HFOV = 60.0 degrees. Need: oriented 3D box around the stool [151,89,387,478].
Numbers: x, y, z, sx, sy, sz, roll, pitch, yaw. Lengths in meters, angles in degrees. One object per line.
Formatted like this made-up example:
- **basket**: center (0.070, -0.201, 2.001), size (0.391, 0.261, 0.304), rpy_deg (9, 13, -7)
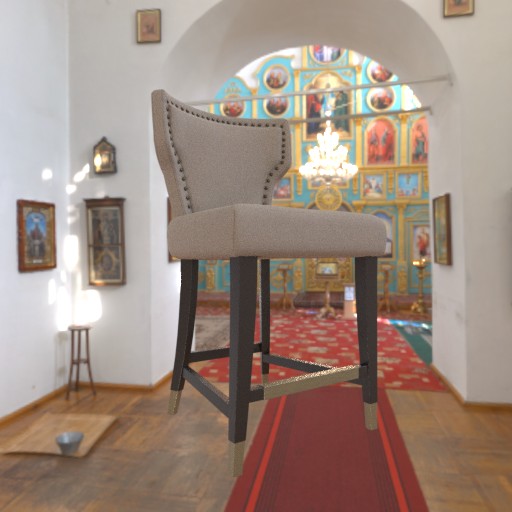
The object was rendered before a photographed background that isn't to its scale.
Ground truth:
- **stool**: center (0.000, 0.000, 1.321), size (0.527, 0.982, 0.563), rpy_deg (0, 0, -35)
